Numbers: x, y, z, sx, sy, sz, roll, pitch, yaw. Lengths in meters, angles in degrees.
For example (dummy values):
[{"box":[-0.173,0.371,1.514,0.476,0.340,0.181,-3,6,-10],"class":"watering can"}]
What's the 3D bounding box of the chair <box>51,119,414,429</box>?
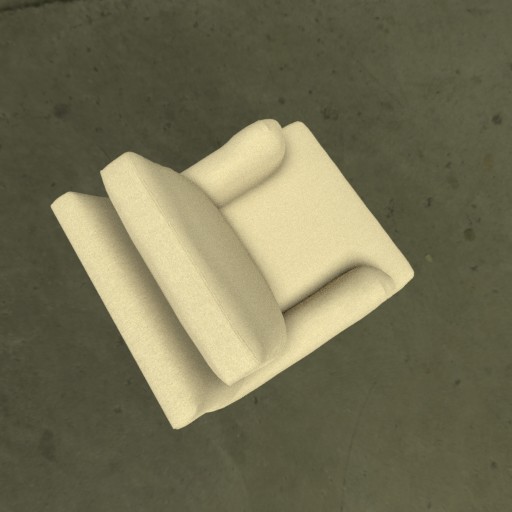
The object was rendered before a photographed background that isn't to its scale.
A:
[{"box":[0.000,0.000,1.853,1.078,1.076,0.895,-32,77,-8],"class":"chair"}]
